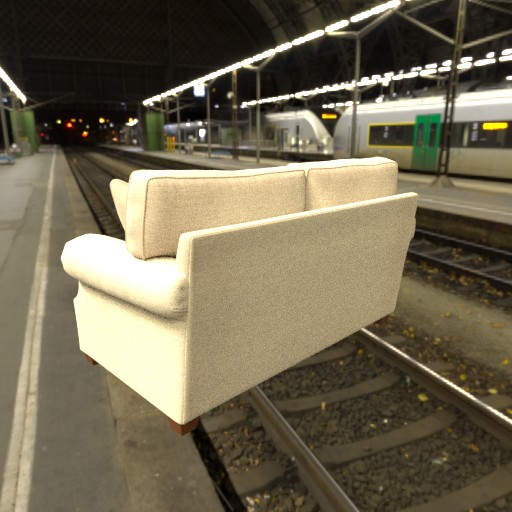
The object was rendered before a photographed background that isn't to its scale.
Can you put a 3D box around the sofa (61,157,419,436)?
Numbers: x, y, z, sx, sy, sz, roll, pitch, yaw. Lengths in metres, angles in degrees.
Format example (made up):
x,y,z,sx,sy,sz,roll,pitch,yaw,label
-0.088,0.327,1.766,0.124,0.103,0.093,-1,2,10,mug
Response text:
x,y,z,sx,sy,sz,roll,pitch,yaw,label
0.000,0.000,2.275,1.701,0.966,0.966,-14,21,-43,sofa
